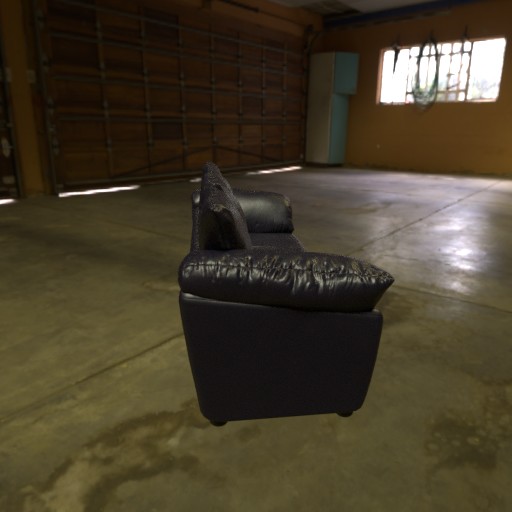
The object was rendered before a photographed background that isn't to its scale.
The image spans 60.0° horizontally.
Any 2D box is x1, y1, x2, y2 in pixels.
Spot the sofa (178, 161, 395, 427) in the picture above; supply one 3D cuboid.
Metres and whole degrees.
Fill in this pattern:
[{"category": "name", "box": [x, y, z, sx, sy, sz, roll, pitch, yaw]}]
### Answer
[{"category": "sofa", "box": [0.000, 0.000, 2.905, 0.880, 1.073, 2.336, -2, 16, -6]}]
